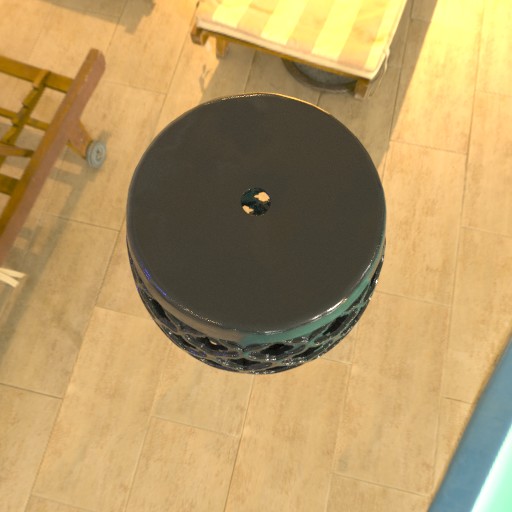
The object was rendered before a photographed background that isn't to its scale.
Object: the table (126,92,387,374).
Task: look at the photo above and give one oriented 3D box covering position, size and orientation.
[{"bbox_3d":[0.000,0.000,0.625,0.325,0.388,0.325,0,74,0],"label":"table"}]
